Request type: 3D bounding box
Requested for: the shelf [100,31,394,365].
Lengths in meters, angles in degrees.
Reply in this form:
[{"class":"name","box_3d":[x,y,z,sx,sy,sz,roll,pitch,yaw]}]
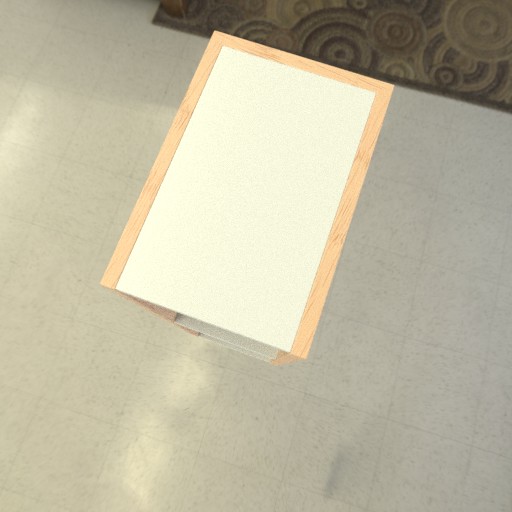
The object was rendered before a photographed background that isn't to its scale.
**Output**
[{"class":"shelf","box_3d":[0.000,0.000,0.717,0.200,0.600,0.290,19,76,5]}]
